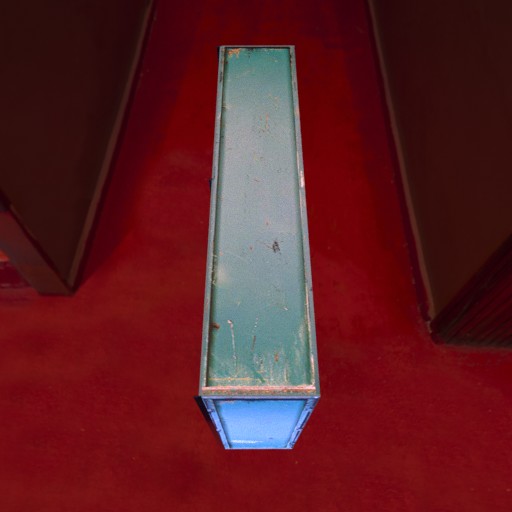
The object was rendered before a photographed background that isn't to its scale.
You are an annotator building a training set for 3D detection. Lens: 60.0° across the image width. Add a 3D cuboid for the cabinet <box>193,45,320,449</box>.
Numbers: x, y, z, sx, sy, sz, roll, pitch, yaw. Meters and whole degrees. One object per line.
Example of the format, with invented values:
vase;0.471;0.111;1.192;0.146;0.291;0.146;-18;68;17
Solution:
cabinet;0.000;0.000;4.054;0.680;2.160;3.001;0;60;0
